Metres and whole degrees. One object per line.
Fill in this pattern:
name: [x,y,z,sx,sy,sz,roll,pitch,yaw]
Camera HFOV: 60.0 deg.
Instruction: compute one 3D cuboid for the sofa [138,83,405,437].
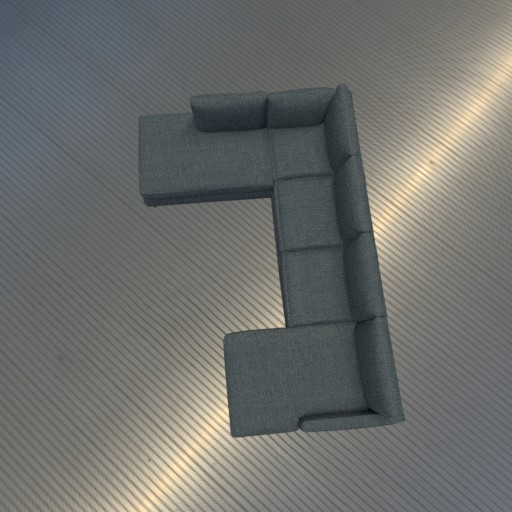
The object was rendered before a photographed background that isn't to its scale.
sofa: [0.000,0.000,3.593,1.879,0.753,2.737,-5,76,-1]
